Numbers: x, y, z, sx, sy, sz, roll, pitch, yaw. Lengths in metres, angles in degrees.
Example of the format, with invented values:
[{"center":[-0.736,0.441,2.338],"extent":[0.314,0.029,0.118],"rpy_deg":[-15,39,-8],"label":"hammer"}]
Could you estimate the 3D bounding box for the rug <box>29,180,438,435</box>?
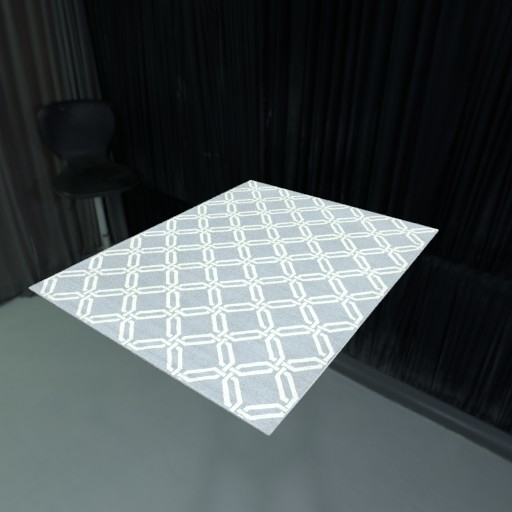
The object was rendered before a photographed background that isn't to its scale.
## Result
[{"center":[0.000,0.000,3.885],"extent":[2.288,0.018,2.895],"rpy_deg":[20,36,31],"label":"rug"}]
